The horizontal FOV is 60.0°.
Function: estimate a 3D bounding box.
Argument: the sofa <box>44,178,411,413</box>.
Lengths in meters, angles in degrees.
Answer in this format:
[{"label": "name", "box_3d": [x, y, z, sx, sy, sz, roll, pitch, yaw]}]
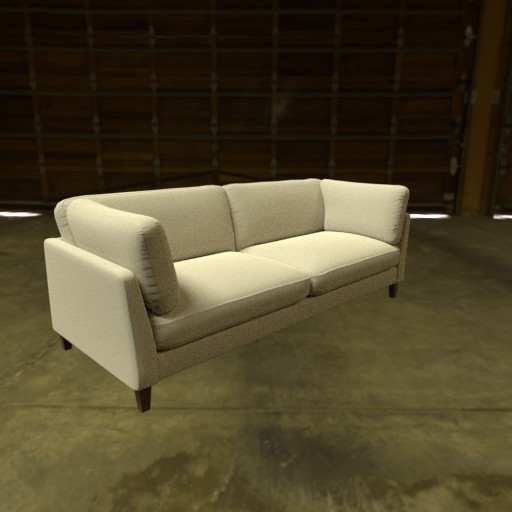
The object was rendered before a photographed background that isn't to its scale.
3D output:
[{"label": "sofa", "box_3d": [0.000, 0.000, 2.819, 2.301, 0.863, 0.957, -13, 19, -43]}]
